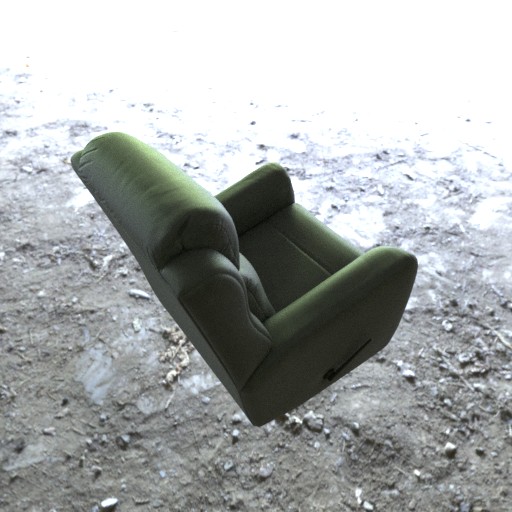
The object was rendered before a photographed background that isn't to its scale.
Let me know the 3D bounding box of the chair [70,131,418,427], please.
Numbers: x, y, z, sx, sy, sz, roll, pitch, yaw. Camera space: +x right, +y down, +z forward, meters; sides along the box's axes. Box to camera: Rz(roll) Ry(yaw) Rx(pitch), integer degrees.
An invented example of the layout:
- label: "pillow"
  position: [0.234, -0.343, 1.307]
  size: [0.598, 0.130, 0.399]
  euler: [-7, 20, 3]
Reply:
- label: "chair"
  position: [0.000, 0.000, 1.862]
  size: [1.068, 1.116, 0.967]
  euler: [-26, 48, -26]
